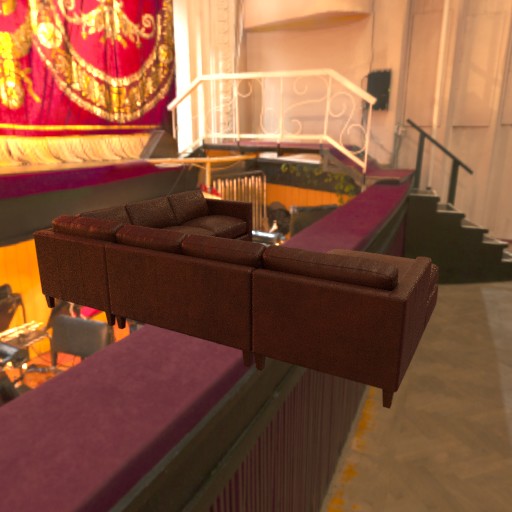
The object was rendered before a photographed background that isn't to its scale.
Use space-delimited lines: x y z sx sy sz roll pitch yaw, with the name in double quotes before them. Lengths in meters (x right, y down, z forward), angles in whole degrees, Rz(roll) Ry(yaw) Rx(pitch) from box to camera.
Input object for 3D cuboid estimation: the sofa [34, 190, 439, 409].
"sofa" 0.000 0.000 4.376 3.324 0.891 2.452 9 19 28
